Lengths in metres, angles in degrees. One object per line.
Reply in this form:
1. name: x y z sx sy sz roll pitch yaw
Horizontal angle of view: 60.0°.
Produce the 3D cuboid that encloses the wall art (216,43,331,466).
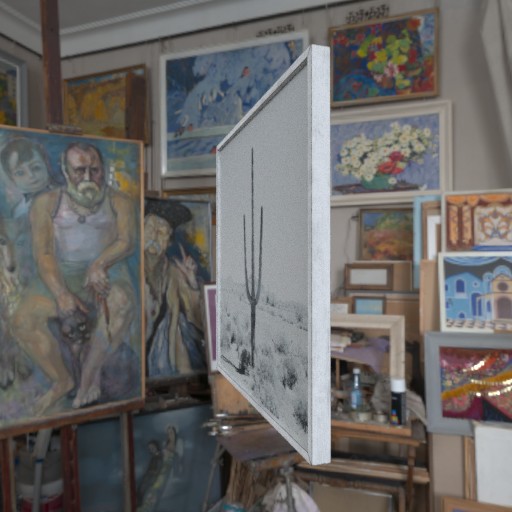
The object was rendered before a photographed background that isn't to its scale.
1. wall art: 0.000 0.000 1.167 0.038 0.762 0.762 0 -1 -18
